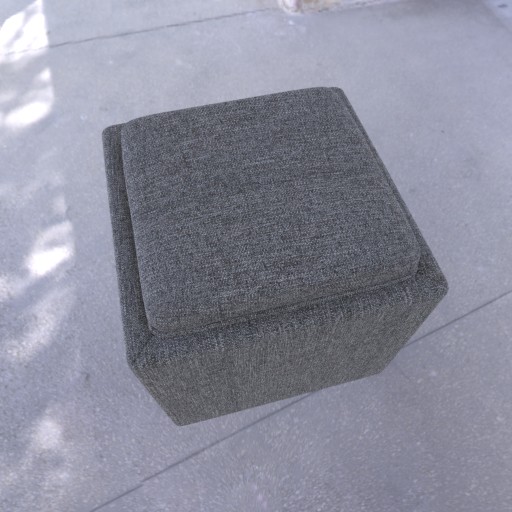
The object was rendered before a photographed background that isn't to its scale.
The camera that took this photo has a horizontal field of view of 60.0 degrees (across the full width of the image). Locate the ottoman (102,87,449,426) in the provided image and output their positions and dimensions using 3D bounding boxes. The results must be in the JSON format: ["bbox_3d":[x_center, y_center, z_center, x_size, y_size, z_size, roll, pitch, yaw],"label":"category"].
[{"bbox_3d":[0.000,0.000,0.838,0.450,0.460,0.450,-13,60,-7],"label":"ottoman"}]
